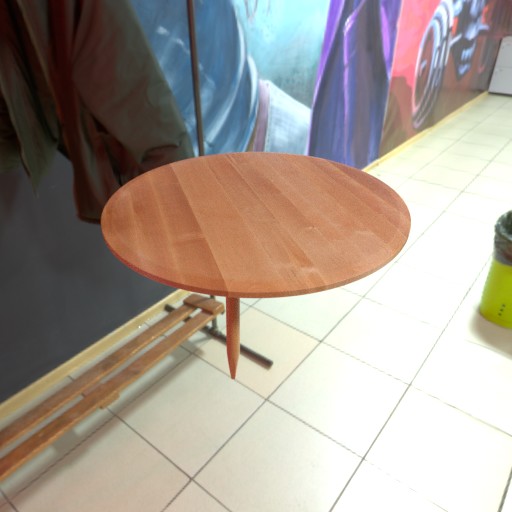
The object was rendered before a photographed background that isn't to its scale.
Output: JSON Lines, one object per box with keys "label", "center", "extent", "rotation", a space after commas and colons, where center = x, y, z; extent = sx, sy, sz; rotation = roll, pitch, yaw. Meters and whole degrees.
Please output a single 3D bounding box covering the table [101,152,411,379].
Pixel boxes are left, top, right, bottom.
{"label": "table", "center": [0.000, 0.000, 1.444], "extent": [0.900, 0.400, 0.900], "rotation": [0, 32, 0]}
